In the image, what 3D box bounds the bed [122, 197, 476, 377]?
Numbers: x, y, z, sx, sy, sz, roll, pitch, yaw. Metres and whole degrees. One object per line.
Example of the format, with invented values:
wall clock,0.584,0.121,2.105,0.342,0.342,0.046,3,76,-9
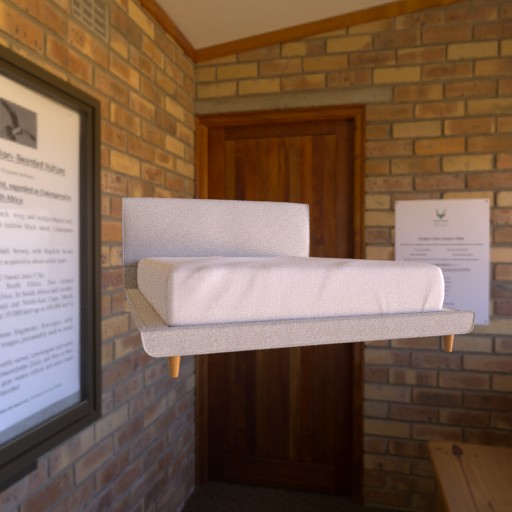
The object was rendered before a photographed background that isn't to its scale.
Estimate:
bed,0.000,0.000,3.545,1.980,1.126,2.498,0,1,-19
